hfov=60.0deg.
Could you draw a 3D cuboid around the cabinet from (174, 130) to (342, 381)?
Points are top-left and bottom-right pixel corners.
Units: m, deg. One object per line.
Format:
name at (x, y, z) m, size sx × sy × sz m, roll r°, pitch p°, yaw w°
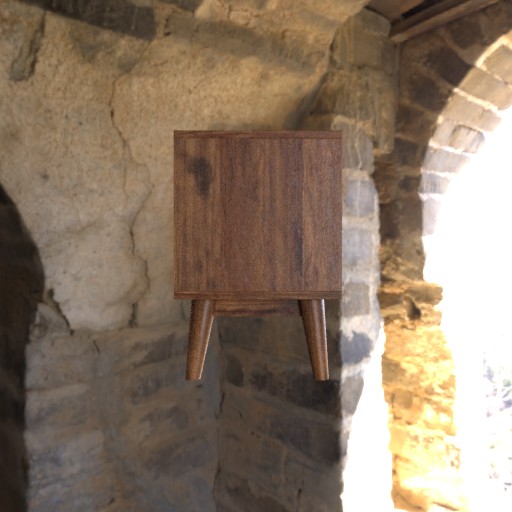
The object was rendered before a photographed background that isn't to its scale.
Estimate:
cabinet at (0.000, 0.000, 1.641) m, size 0.349 × 0.528 × 1.448 m, roll 0°, pitch 0°, yaw 0°
